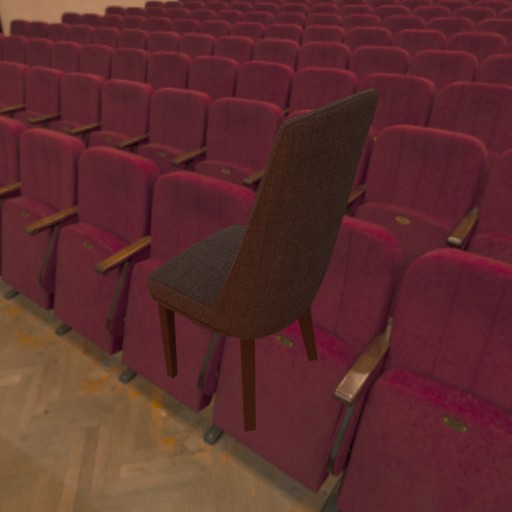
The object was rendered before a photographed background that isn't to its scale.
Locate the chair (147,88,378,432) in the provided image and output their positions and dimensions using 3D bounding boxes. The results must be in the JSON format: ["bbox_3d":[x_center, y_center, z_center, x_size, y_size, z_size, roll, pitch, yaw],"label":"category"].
[{"bbox_3d":[0.000,0.000,1.406,0.577,1.050,0.510,22,38,31],"label":"chair"}]
